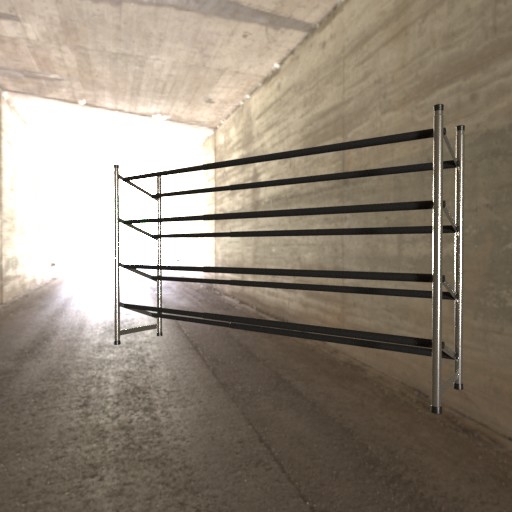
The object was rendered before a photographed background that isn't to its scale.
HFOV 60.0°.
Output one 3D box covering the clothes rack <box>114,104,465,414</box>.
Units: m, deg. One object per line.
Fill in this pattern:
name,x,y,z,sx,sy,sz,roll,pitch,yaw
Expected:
clothes rack,0.000,0.000,1.393,1.168,0.672,0.229,1,1,37
